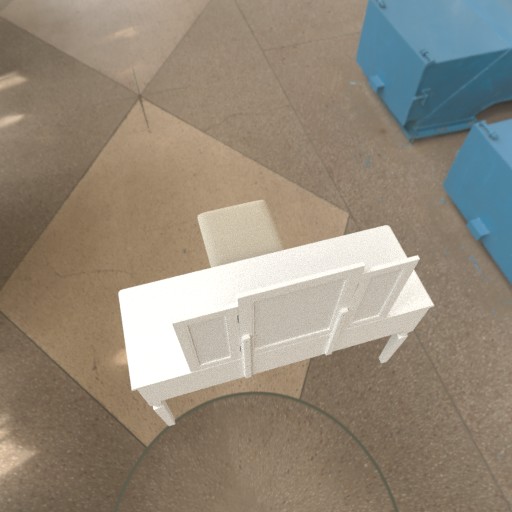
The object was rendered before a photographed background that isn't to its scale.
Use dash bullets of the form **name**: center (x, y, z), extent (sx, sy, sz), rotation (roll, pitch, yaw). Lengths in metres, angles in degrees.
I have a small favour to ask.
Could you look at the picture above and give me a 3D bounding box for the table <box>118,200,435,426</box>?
- **table**: center (0.000, 0.000, 2.269), extent (1.369, 1.310, 1.115), rotation (-14, 58, -9)
